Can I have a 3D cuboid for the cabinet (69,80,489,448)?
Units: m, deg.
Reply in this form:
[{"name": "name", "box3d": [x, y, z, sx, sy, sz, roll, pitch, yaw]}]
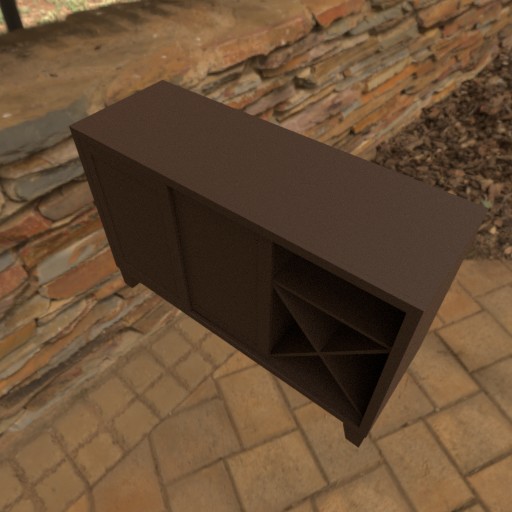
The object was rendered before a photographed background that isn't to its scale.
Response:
[{"name": "cabinet", "box3d": [0.000, 0.000, 1.824, 1.396, 0.914, 0.482, 29, 53, 25]}]
